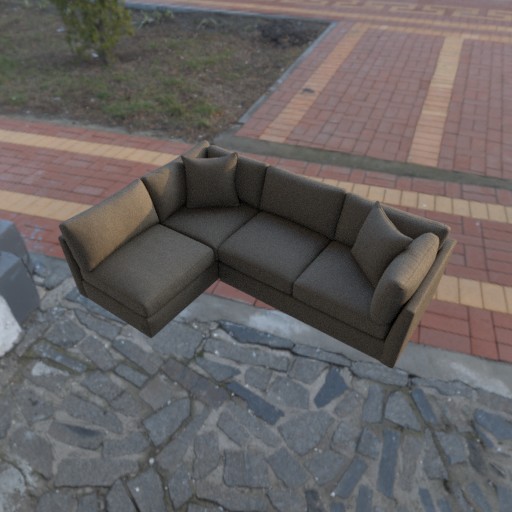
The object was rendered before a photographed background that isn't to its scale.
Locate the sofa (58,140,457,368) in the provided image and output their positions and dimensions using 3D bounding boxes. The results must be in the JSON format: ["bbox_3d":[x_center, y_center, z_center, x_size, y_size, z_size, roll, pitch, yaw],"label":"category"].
[{"bbox_3d":[0.000,0.000,3.997,2.896,0.978,1.994,25,46,26],"label":"sofa"}]
